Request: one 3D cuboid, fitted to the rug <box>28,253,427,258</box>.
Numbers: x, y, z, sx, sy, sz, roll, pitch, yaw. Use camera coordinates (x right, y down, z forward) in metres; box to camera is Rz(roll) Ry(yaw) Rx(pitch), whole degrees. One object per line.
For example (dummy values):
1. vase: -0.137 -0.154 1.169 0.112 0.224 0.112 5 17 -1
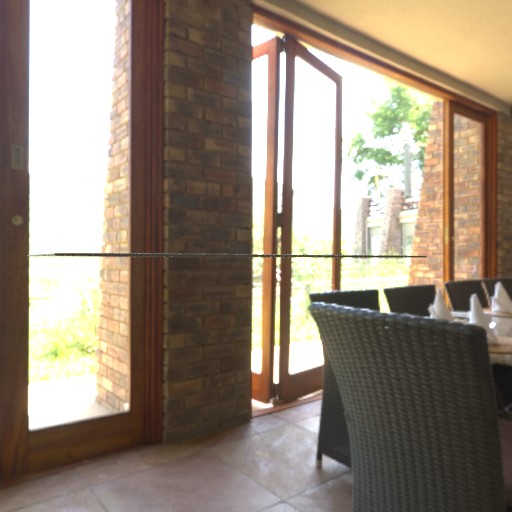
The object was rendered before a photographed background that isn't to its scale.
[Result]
1. rug: 0.000 0.000 2.054 1.827 0.012 0.553 0 -1 -35
